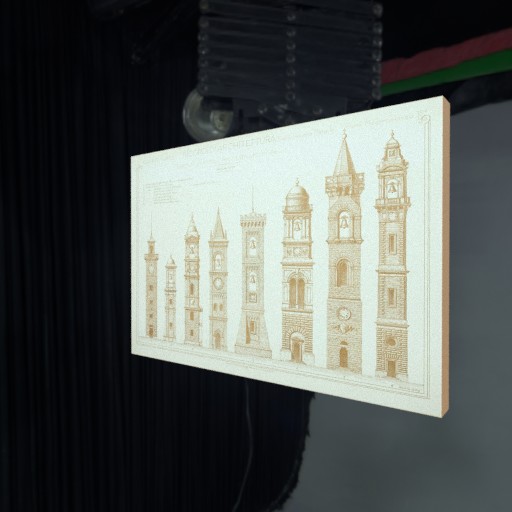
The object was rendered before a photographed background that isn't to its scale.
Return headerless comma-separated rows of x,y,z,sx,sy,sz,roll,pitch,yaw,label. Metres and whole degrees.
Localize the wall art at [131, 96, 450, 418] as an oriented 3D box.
0.000,0.000,0.755,0.609,0.407,0.039,0,1,36,wall art
